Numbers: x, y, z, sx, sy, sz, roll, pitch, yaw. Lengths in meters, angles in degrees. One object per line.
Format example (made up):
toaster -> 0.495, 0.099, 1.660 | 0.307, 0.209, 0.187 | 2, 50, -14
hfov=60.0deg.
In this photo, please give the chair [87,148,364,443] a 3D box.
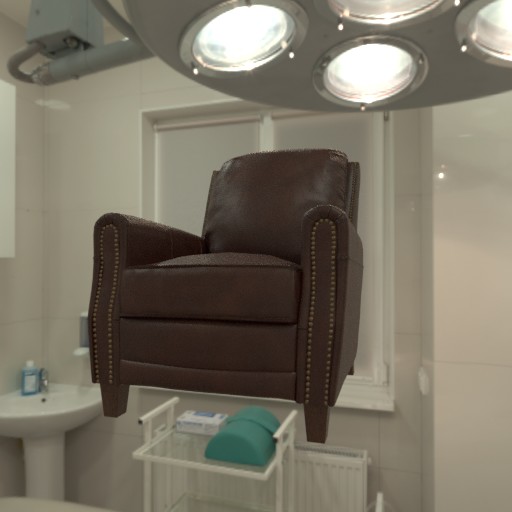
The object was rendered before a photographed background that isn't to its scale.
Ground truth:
chair -> 0.000, 0.000, 1.756 | 0.826, 1.022, 1.089 | 0, 0, 18
